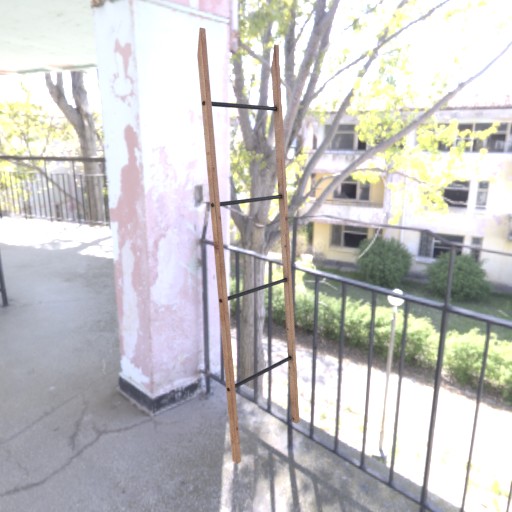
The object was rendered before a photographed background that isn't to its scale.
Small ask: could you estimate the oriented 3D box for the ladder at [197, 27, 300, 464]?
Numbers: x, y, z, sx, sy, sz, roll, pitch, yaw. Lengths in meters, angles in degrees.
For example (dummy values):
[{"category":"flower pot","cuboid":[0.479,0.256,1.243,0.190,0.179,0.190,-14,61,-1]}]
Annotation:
[{"category":"ladder","cuboid":[0.000,0.000,1.970,0.200,1.805,0.442,14,20,43]}]
